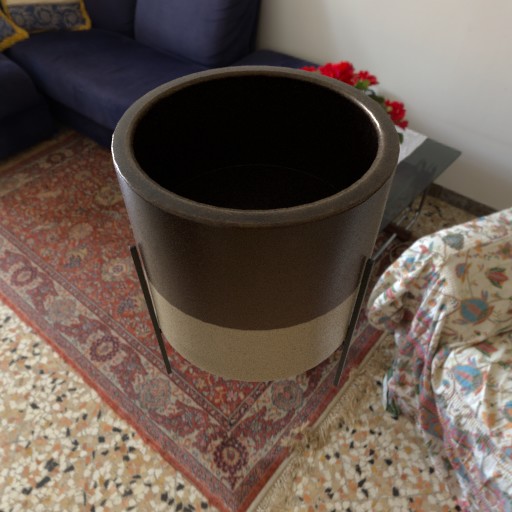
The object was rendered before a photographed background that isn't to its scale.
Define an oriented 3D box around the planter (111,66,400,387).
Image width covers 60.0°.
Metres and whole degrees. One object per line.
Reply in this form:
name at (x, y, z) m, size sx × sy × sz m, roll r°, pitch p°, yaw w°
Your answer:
planter at (0.000, 0.000, 0.707) m, size 0.345 × 0.465 × 0.354 m, roll 3°, pitch 47°, yaw 3°
